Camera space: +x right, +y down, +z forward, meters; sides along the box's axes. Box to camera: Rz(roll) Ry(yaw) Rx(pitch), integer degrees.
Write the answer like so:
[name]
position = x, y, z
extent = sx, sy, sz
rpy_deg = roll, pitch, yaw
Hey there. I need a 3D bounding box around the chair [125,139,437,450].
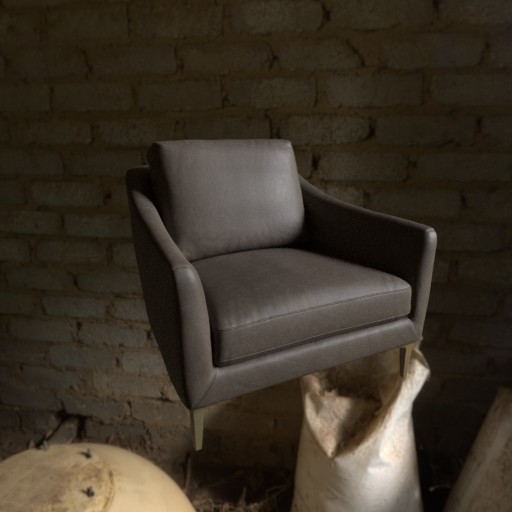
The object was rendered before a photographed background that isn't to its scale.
[chair]
position = 0.000, 0.000, 1.781
extent = 0.988, 0.901, 0.961
rpy_deg = -8, 18, -27
